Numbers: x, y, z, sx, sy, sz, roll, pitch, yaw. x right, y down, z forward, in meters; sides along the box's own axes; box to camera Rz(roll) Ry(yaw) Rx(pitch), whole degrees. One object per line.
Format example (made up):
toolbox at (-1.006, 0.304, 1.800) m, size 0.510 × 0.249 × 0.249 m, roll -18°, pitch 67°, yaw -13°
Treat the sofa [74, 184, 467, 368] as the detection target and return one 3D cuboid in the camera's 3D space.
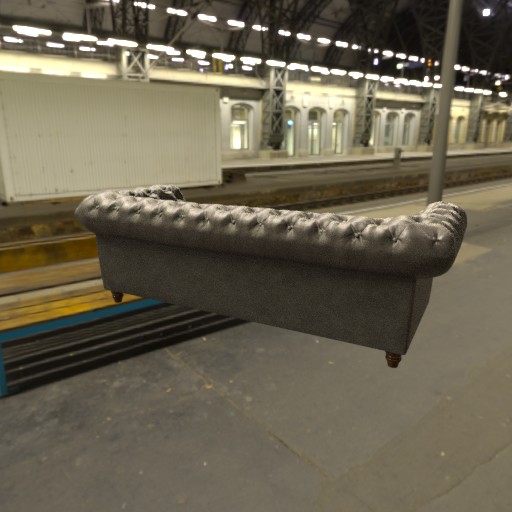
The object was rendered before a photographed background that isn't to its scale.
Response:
sofa at (0.000, 0.000, 2.864) m, size 2.385 × 0.783 × 0.944 m, roll 8°, pitch 17°, yaw 27°
